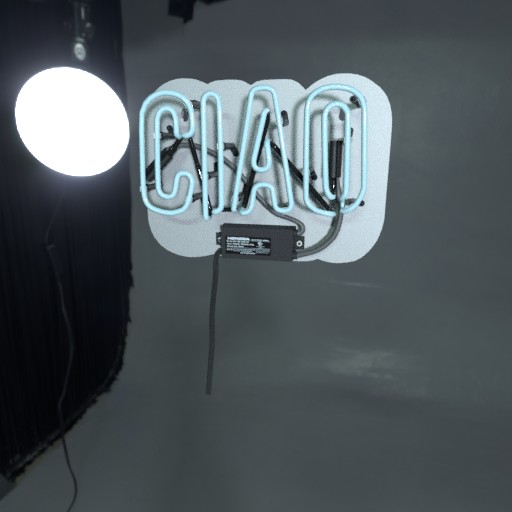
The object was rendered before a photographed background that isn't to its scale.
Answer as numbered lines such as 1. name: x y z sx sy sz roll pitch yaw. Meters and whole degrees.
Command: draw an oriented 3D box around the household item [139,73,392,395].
1. household item: 0.000 0.000 0.382 0.211 0.294 0.042 3 15 12
